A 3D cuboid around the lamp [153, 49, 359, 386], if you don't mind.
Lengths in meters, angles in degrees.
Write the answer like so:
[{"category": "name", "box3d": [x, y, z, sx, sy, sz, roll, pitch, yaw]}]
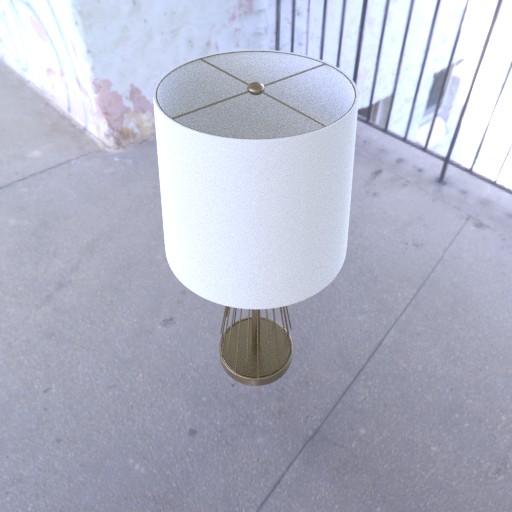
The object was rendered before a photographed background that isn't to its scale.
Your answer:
[{"category": "lamp", "box3d": [0.000, 0.000, 0.779, 0.303, 0.618, 0.303, 0, 45, 0]}]
